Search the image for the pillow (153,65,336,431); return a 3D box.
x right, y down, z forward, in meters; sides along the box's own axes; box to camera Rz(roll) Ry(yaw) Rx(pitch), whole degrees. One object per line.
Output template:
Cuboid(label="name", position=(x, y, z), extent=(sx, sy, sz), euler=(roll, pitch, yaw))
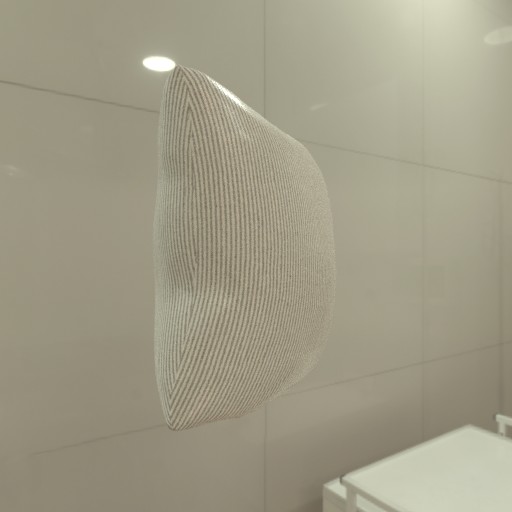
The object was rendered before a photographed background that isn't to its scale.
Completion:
Cuboid(label="pillow", position=(0.000, 0.000, 0.694), extent=(0.387, 0.432, 0.310), euler=(0, 0, -36))
